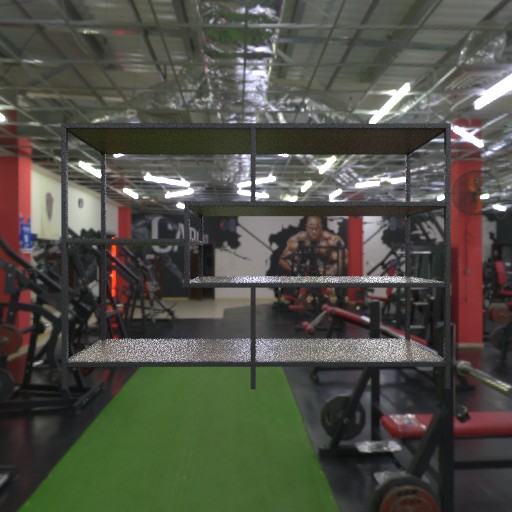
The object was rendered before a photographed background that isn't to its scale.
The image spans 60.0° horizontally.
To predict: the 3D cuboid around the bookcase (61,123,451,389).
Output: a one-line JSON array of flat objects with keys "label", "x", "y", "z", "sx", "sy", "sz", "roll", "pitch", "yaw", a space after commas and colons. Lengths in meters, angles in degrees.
[{"label": "bookcase", "x": 0.000, "y": 0.000, "z": 1.471, "sx": 1.140, "sy": 0.780, "sz": 0.350, "roll": 0, "pitch": 0, "yaw": 0}]
